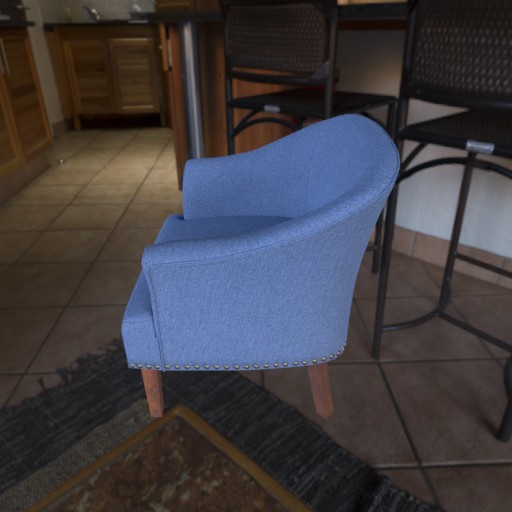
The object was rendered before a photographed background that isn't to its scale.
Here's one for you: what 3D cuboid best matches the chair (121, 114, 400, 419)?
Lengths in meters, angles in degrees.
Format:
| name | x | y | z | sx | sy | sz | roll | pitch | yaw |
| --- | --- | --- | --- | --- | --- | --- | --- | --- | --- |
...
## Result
| name | x | y | z | sx | sy | sz | roll | pitch | yaw |
| --- | --- | --- | --- | --- | --- | --- | --- | --- | --- |
| chair | 0.000 | 0.000 | 1.421 | 0.704 | 0.815 | 0.798 | 0 | 28 | 0 |
